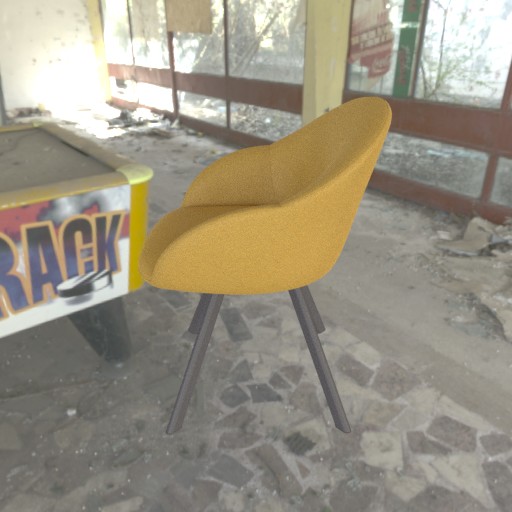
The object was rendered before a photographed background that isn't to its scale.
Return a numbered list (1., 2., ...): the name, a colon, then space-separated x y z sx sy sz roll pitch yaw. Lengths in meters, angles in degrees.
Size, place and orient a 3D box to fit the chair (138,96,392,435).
1. chair: 0.000 0.000 1.175 0.583 0.793 0.551 0 26 0
